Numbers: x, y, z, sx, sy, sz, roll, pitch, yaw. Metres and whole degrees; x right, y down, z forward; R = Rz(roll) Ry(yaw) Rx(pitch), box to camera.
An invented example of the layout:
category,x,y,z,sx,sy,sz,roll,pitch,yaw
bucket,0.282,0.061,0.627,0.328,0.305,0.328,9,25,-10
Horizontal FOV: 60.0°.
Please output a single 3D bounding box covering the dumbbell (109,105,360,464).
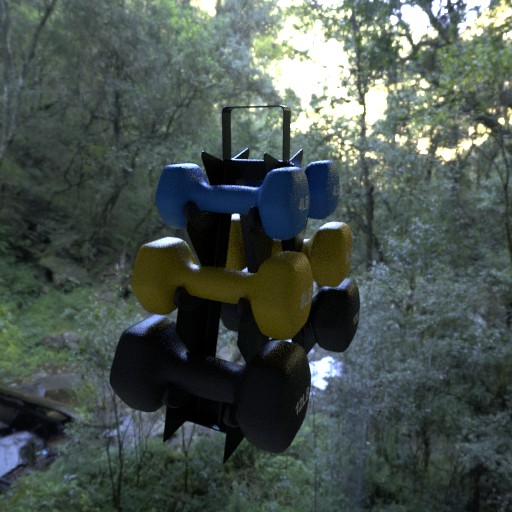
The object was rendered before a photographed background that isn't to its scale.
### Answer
category,x,y,z,sx,sy,sz,roll,pitch,yaw
dumbbell,0.000,0.000,0.665,0.255,0.426,0.409,7,17,25
